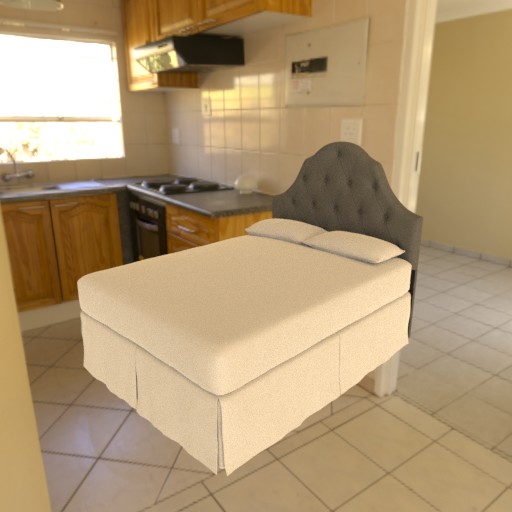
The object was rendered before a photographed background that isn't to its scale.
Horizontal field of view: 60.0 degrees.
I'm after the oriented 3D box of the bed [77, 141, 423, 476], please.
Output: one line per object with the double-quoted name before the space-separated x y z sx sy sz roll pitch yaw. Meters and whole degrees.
"bed" 0.000 0.000 3.277 1.636 1.575 2.155 16 23 42
